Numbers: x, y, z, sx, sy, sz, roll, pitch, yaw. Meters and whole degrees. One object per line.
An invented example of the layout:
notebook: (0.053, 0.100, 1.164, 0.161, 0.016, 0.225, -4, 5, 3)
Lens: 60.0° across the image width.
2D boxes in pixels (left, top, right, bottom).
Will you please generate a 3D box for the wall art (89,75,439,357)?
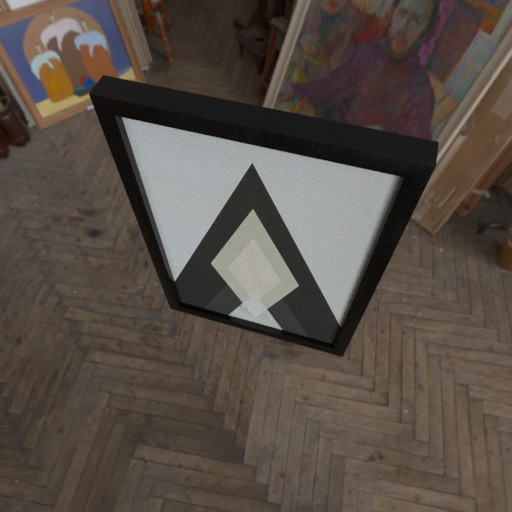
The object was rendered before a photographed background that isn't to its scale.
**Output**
wall art: (0.000, 0.000, 0.583, 0.313, 0.457, 0.031, 14, 59, 9)
